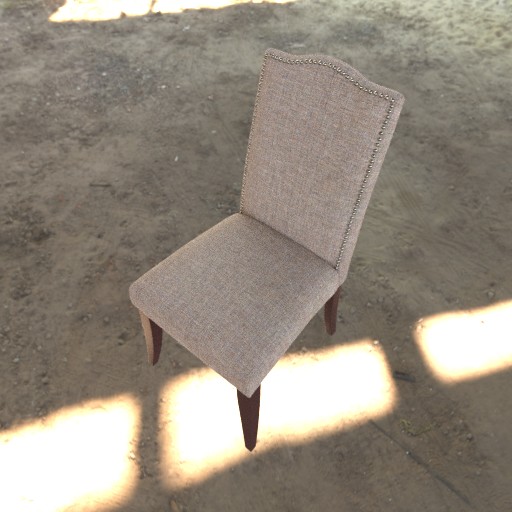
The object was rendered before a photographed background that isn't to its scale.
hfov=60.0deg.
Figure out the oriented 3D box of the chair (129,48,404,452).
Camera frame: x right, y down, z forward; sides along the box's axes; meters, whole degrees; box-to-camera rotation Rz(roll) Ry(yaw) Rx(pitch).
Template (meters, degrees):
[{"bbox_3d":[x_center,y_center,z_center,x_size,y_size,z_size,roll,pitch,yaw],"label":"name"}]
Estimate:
[{"bbox_3d":[0.000,0.000,1.372,0.513,1.016,0.660,32,55,26],"label":"chair"}]
